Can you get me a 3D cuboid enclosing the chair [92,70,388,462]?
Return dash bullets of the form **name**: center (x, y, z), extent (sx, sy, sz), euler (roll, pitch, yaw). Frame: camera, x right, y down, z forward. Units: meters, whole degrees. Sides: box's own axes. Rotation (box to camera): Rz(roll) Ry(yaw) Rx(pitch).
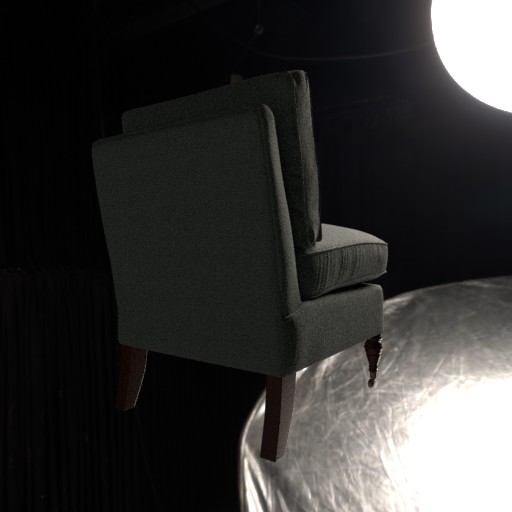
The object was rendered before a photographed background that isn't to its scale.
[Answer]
- **chair**: center (0.000, 0.000, 1.405), extent (0.624, 0.901, 0.796), euler (1, 2, 36)
